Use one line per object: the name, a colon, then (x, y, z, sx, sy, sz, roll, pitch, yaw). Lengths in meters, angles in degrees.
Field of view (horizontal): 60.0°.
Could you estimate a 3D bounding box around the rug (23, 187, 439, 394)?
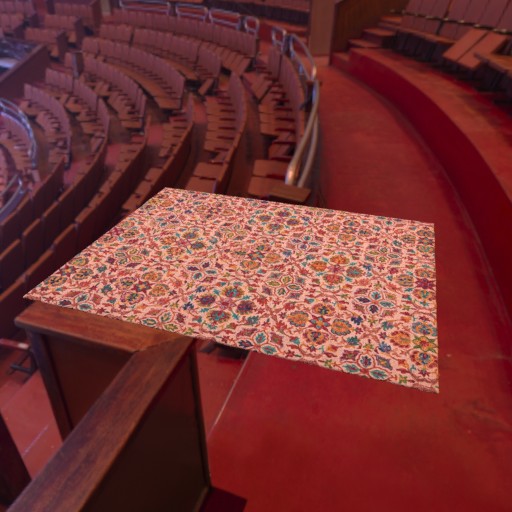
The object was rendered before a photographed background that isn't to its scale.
rug: (0.000, 0.000, 4.185, 3.215, 0.020, 2.446, 10, 33, 16)
